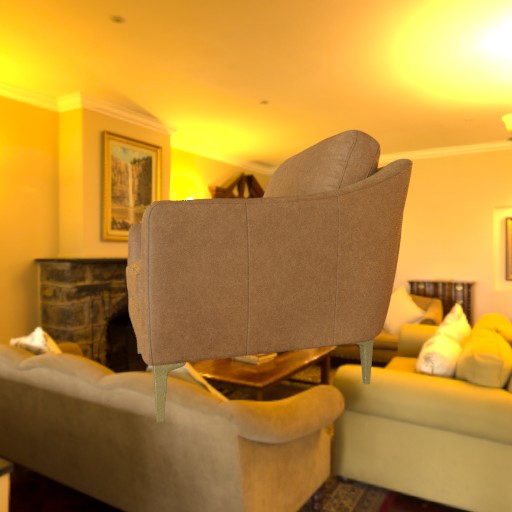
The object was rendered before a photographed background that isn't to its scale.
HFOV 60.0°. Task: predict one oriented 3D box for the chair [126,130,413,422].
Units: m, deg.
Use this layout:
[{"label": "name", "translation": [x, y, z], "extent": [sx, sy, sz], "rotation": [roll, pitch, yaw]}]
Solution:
[{"label": "chair", "translation": [0.000, 0.000, 1.751], "extent": [0.963, 0.895, 0.988], "rotation": [0, 0, -18]}]
